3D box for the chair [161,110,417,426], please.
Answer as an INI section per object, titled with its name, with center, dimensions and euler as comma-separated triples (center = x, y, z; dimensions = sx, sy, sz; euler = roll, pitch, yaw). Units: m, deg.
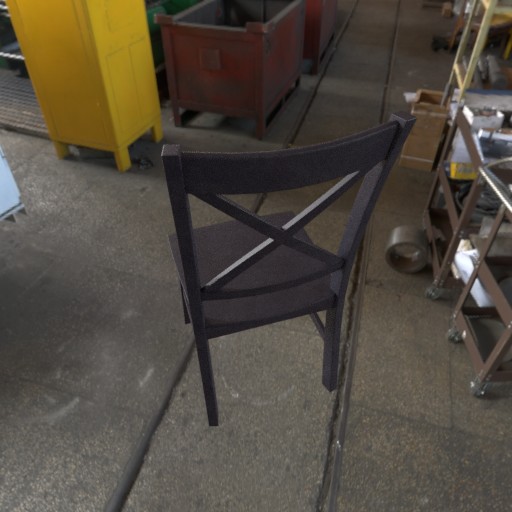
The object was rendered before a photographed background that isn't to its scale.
[chair]
center = 0.000, 0.000, 1.285
dimensions = 0.485, 0.983, 0.542
euler = -12, 43, -13
